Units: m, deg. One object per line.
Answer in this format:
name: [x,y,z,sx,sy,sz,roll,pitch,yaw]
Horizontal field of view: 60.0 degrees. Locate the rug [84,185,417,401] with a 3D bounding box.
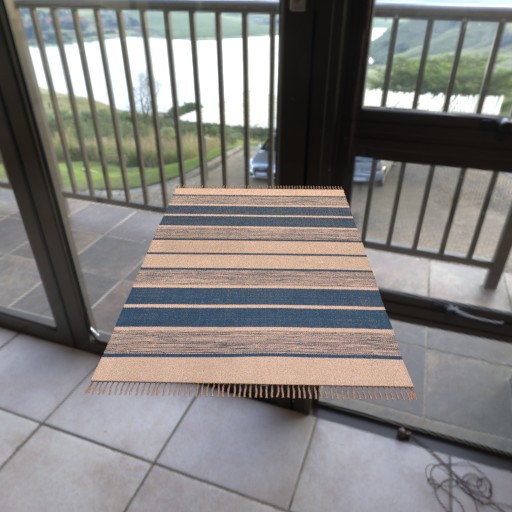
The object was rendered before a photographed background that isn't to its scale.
rug: [0.000,0.000,3.059,1.532,0.010,2.441,1,32,1]
